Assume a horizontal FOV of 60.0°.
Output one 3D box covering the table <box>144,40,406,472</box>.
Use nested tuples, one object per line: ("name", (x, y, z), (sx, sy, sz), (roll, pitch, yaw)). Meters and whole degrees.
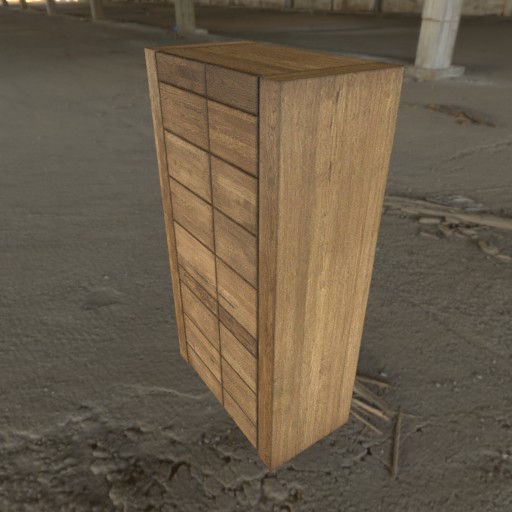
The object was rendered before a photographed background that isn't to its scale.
("table", (0.000, 0.000, 2.410), (0.600, 2.000, 1.100), (-19, 36, -29))
